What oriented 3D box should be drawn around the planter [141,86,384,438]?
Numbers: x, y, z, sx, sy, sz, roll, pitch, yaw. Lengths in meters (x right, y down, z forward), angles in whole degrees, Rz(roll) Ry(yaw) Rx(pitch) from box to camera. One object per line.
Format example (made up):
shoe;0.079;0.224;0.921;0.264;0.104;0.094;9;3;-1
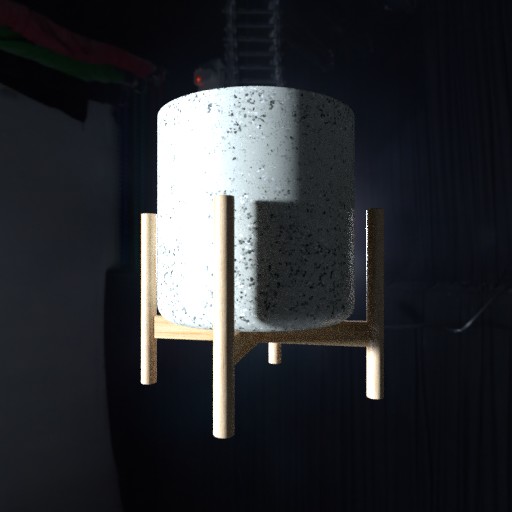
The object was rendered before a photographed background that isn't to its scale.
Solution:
planter;0.000;0.000;0.698;0.360;0.419;0.360;0;0;35
